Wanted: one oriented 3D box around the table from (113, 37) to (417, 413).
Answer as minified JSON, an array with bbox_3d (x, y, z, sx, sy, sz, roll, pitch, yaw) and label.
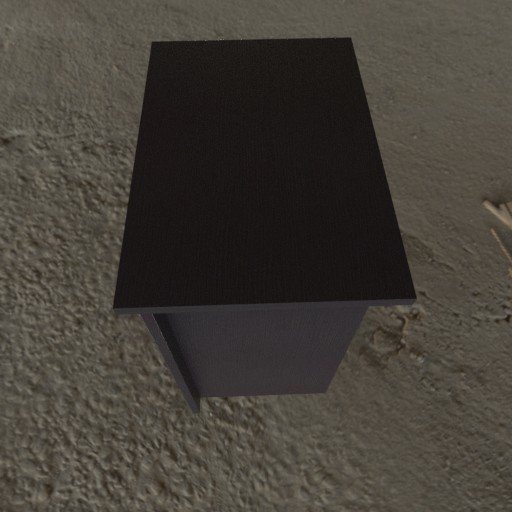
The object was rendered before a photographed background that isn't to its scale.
[{"bbox_3d":[0.000,0.000,1.043,0.408,0.711,0.589,-2,58,-1],"label":"table"}]
